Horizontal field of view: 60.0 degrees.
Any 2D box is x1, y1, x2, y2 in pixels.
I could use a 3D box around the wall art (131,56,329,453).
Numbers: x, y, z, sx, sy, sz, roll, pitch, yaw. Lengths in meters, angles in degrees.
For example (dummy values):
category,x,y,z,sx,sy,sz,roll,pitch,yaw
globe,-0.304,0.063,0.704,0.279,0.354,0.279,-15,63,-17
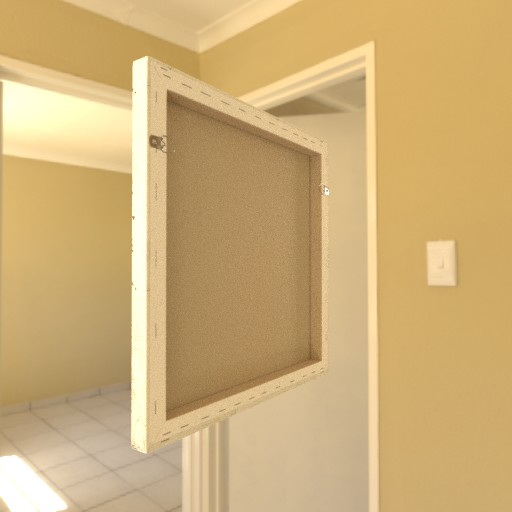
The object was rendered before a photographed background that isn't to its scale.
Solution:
category,x,y,z,sx,sy,sz,roll,pitch,yaw
wall art,0.000,0.000,0.930,0.040,0.611,0.610,-1,-1,36
